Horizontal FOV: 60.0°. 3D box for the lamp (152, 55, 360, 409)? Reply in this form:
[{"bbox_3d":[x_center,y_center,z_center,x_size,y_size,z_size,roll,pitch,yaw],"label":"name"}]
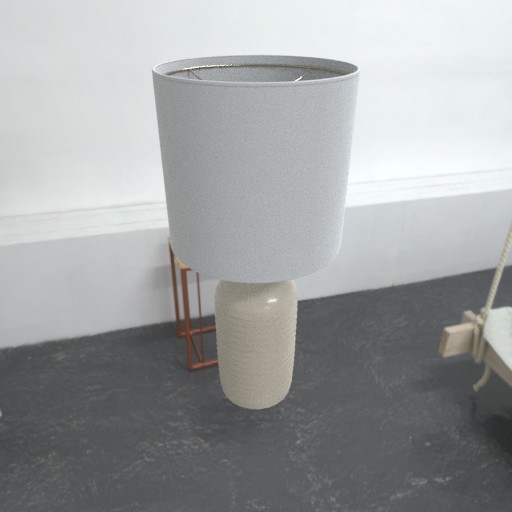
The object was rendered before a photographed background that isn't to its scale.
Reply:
[{"bbox_3d":[0.000,0.000,0.598,0.220,0.475,0.220,-21,36,-31],"label":"lamp"}]
